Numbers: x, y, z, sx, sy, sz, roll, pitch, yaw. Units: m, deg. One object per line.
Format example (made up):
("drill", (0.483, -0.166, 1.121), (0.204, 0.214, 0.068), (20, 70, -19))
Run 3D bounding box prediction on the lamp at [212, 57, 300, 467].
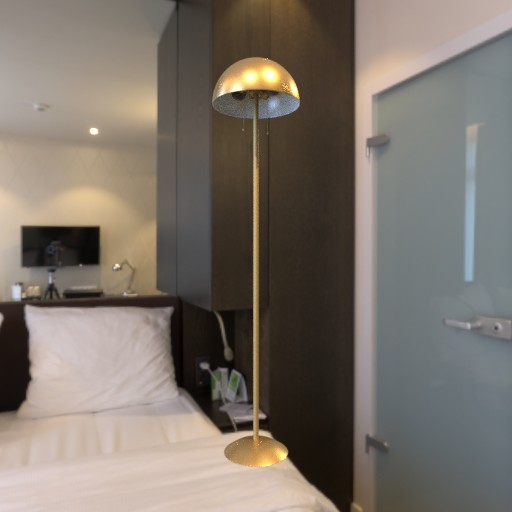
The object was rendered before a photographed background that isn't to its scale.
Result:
("lamp", (0.000, 0.000, 1.672), (0.328, 1.480, 0.328), (0, 1, 35))
